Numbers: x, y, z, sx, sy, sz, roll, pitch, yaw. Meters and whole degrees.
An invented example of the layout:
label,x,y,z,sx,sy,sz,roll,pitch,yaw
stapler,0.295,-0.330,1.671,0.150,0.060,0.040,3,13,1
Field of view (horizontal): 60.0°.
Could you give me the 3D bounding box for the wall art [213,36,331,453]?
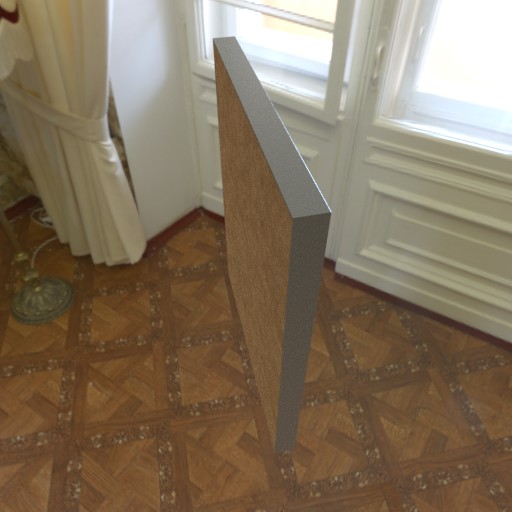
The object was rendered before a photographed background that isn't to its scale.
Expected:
label,x,y,z,sx,sy,sz,roll,pitch,yaw
wall art,0.000,0.000,0.755,0.037,0.554,0.453,-9,46,-9
